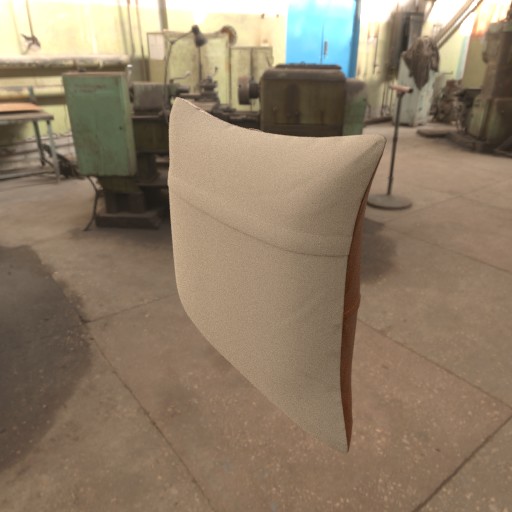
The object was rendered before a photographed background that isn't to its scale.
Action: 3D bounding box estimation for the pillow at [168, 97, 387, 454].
[{"bbox_3d":[0.000,0.000,0.757,0.192,0.477,0.501,-17,30,-31],"label":"pillow"}]
